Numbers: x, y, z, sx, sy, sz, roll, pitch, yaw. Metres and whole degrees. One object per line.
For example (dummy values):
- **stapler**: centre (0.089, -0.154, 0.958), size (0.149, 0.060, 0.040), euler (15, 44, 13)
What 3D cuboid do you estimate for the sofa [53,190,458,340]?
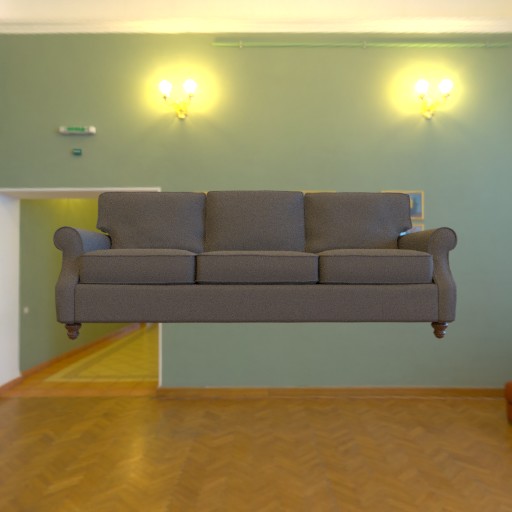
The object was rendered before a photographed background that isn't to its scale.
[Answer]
- **sofa**: centre (0.000, 0.000, 2.889), size (2.353, 0.948, 0.966), euler (0, -1, -1)
